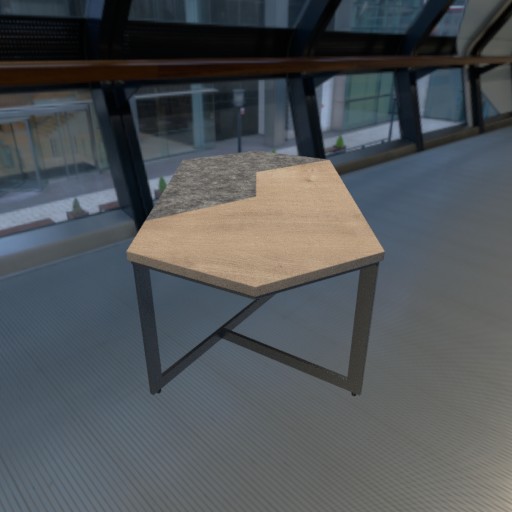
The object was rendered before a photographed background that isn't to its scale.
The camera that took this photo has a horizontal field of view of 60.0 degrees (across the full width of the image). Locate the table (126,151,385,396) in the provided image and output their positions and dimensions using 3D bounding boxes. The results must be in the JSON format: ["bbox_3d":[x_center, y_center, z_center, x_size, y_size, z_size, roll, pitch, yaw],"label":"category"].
[{"bbox_3d":[0.000,0.000,1.541,0.609,0.457,1.219,0,26,0],"label":"table"}]
